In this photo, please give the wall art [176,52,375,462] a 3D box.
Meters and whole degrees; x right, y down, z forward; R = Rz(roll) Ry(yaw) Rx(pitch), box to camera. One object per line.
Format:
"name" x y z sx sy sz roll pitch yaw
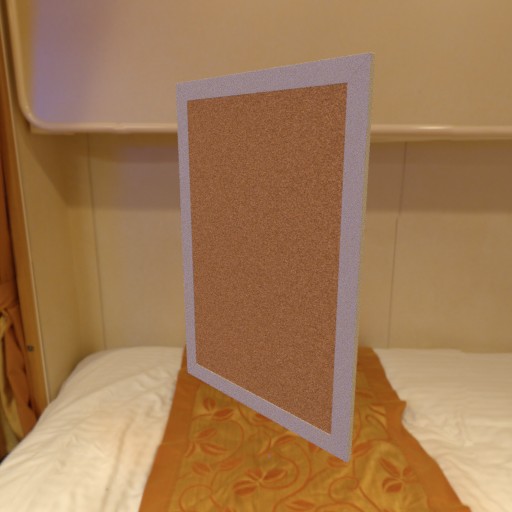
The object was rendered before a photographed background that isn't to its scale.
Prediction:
"wall art" 0.000 0.000 0.847 0.454 0.659 0.011 13 19 43
